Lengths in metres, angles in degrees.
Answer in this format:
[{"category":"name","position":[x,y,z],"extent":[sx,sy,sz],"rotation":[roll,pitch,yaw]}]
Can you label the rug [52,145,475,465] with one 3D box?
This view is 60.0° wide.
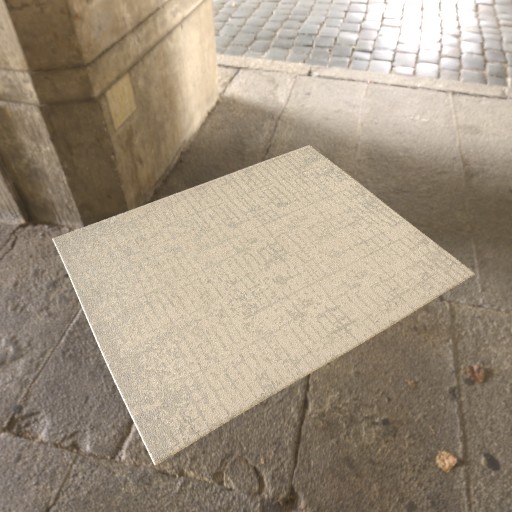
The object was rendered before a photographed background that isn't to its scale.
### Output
[{"category":"rug","position":[0.000,0.000,4.065],"extent":[3.061,0.014,2.447],"rotation":[-24,51,-22]}]
